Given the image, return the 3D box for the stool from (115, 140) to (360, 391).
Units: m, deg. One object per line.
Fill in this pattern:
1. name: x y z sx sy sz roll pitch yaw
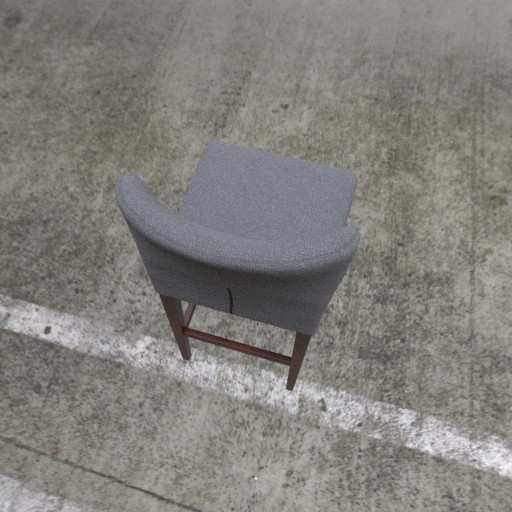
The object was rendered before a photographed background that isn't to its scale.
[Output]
1. stool: 0.000 0.000 1.340 0.486 1.069 0.568 14 64 7
